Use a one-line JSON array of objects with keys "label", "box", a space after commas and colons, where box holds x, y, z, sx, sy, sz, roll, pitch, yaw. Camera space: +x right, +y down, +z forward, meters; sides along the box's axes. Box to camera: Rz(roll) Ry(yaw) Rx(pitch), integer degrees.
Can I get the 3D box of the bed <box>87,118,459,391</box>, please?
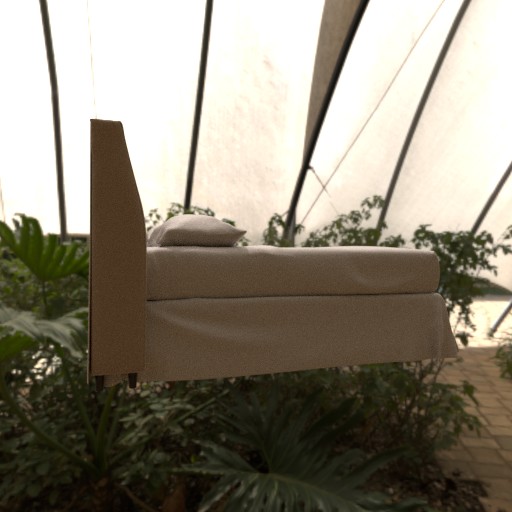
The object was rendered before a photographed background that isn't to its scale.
[{"label": "bed", "box": [0.000, 0.000, 3.333, 2.276, 1.332, 1.925, 0, -1, -18]}]
